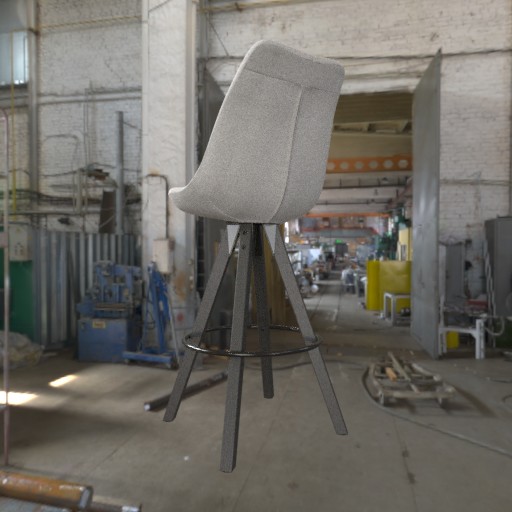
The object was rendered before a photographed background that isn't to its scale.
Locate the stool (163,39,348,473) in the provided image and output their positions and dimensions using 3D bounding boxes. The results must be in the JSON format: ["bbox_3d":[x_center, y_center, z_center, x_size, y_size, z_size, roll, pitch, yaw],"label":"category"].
[{"bbox_3d":[0.000,0.000,1.414,0.485,1.115,0.550,-1,1,-33],"label":"stool"}]
